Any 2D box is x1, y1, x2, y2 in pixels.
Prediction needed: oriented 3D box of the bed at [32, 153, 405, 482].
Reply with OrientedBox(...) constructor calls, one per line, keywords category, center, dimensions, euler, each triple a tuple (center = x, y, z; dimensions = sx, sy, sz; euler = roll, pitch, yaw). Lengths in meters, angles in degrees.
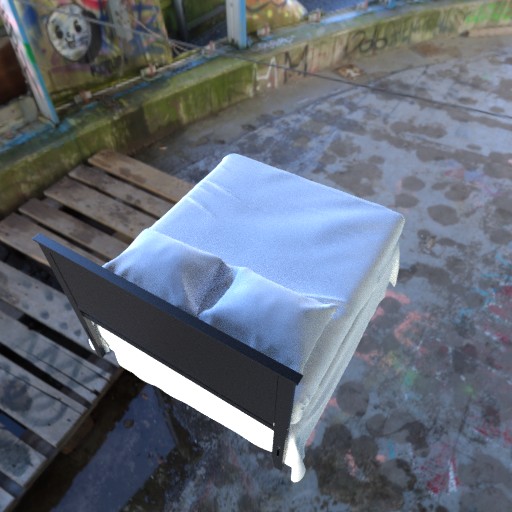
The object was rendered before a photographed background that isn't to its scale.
OrientedBox(category="bed", center=(0.000, 0.000, 3.203), dimensions=(1.870, 1.270, 2.050), euler=(24, 53, 20))
